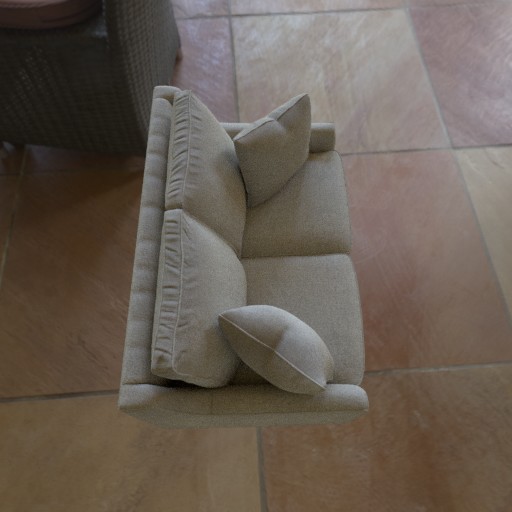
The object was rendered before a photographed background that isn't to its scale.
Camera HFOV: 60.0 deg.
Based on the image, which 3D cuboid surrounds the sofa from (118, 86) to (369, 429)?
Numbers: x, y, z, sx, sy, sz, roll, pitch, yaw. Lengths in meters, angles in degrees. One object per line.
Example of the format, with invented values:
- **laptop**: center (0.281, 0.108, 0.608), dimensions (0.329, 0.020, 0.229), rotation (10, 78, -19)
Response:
- **sofa**: center (0.000, 0.000, 2.019), dimensions (0.915, 0.863, 1.422), rotation (-1, 64, 0)
